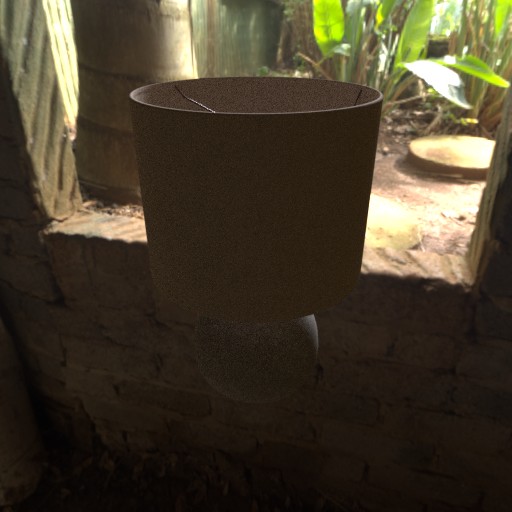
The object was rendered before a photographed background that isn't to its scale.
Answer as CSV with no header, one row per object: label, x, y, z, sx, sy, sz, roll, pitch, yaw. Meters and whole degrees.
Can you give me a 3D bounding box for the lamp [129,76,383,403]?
lamp,0.000,0.000,0.578,0.269,0.409,0.269,-10,30,-17
